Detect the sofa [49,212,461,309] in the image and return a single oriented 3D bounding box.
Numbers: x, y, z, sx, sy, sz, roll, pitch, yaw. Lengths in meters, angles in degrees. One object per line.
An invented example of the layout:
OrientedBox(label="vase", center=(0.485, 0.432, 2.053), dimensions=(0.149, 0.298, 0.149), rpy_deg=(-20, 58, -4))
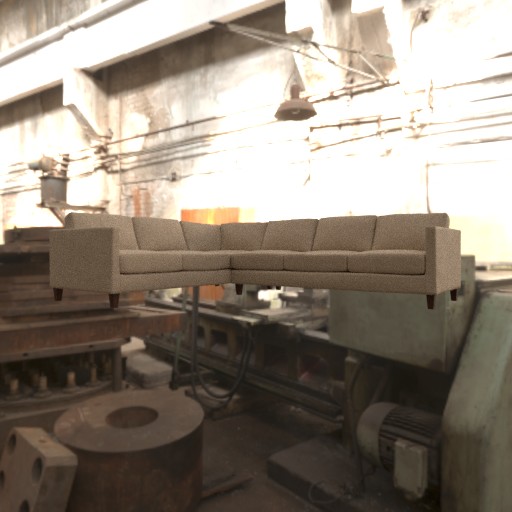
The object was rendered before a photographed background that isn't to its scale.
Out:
OrientedBox(label="sofa", center=(0.000, 0.000, 4.273), dimensions=(3.182, 0.863, 2.432), rpy_deg=(0, 1, 37))
